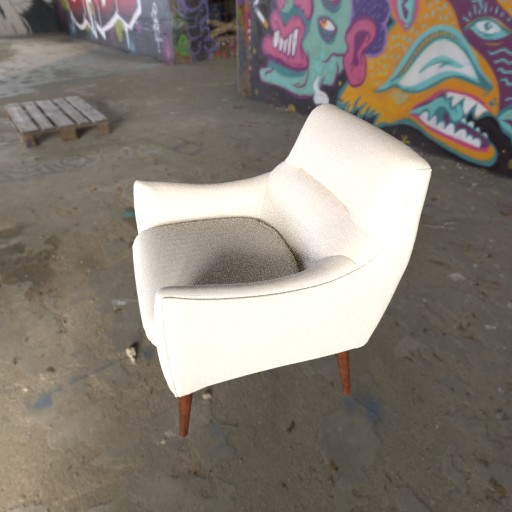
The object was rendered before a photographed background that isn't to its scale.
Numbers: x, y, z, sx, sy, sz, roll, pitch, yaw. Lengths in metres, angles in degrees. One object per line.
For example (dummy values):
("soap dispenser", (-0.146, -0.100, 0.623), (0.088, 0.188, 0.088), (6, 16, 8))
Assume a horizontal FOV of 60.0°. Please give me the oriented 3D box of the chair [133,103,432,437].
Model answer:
("chair", (0.000, 0.000, 1.474), (0.787, 0.838, 0.762), (-9, 33, -14))
